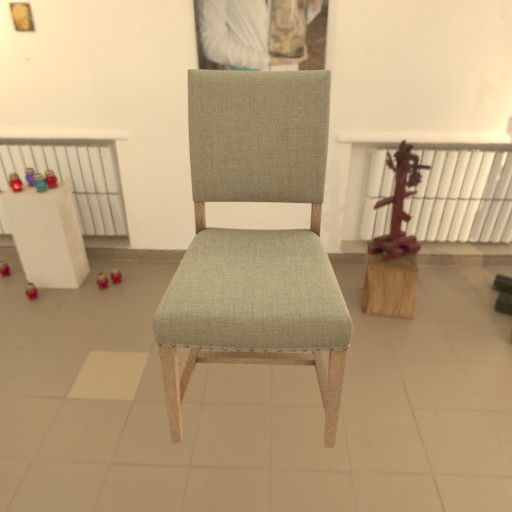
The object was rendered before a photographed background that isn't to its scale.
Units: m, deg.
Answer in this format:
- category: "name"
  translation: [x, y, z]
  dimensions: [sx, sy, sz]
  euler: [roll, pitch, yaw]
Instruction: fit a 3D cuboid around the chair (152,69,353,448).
- category: "chair"
  translation: [0.000, 0.000, 1.353]
  dimensions: [0.508, 0.986, 0.622]
  euler: [1, 31, 2]
